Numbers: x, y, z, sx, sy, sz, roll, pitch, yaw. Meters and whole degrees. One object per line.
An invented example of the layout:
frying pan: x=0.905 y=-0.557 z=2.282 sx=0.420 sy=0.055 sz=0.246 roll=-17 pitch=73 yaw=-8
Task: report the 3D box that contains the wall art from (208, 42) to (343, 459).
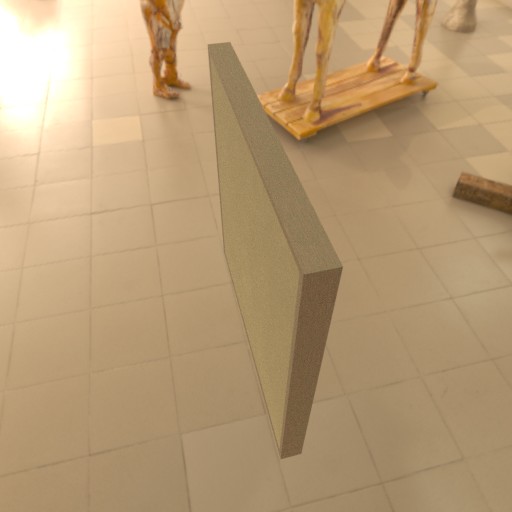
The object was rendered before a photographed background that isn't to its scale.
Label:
wall art: x=0.000 y=0.000 z=0.757 sx=0.038 sy=0.506 sz=0.508 roll=-10 pitch=49 yaw=-9
